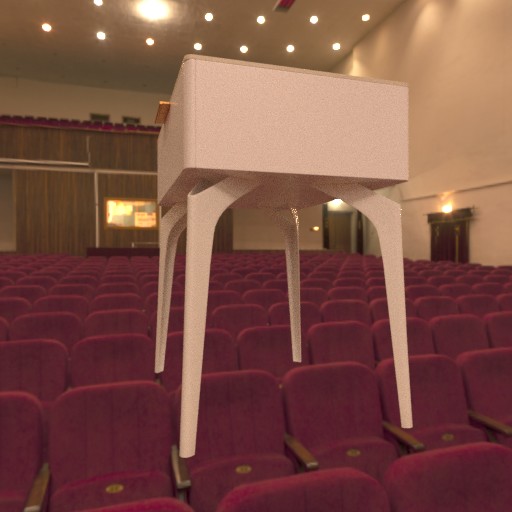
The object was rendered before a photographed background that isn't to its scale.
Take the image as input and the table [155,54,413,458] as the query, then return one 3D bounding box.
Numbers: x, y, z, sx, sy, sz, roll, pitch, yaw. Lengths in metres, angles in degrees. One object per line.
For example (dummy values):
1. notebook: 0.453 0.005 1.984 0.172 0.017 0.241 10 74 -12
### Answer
1. table: 0.000 0.000 0.915 0.400 0.570 0.500 0 0 -17
